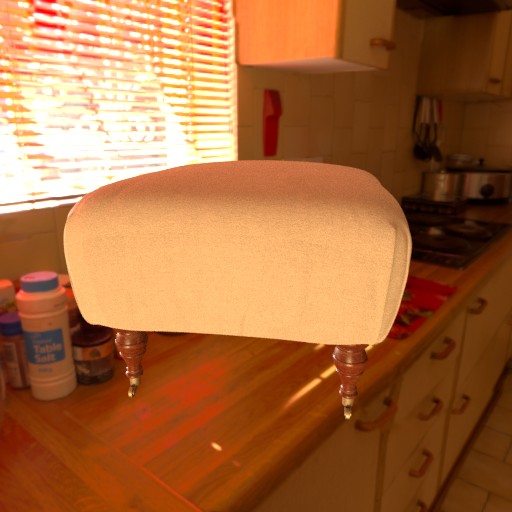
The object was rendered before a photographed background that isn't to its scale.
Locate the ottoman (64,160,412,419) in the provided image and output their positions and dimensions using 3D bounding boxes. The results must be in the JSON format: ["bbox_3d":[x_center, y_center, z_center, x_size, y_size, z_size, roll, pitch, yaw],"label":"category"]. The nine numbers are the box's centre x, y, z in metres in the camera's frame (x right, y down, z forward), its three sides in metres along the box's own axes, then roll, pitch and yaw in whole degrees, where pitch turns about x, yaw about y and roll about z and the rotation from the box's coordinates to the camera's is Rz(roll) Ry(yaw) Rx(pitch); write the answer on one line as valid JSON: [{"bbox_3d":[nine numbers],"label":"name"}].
[{"bbox_3d":[0.000,0.000,1.095,0.622,0.450,0.746,3,16,9],"label":"ottoman"}]
